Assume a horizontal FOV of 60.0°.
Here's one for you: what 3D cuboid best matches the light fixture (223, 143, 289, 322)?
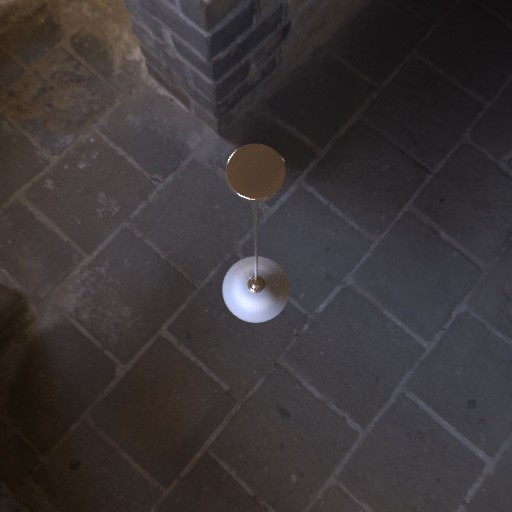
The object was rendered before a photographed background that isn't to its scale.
[{"bbox_3d":[0.000,0.000,1.487,0.324,1.354,0.324,-6,76,-1],"label":"light fixture"}]
